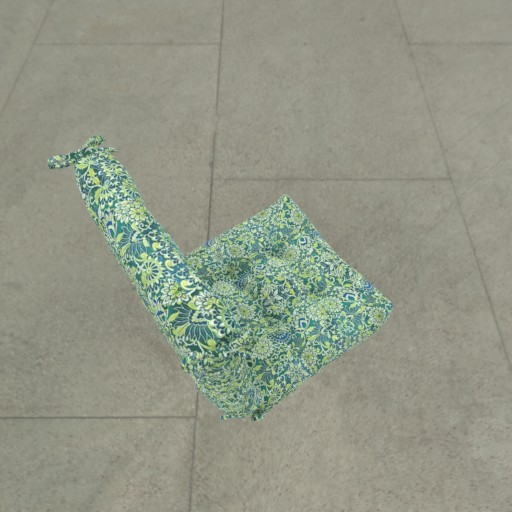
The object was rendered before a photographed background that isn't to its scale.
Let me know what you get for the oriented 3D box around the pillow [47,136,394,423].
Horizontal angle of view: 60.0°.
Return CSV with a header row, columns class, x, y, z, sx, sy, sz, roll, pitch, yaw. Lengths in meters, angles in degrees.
class,x,y,z,sx,sy,sz,roll,pitch,yaw
pillow,0.000,0.000,0.994,0.571,0.605,0.519,-31,63,-18
